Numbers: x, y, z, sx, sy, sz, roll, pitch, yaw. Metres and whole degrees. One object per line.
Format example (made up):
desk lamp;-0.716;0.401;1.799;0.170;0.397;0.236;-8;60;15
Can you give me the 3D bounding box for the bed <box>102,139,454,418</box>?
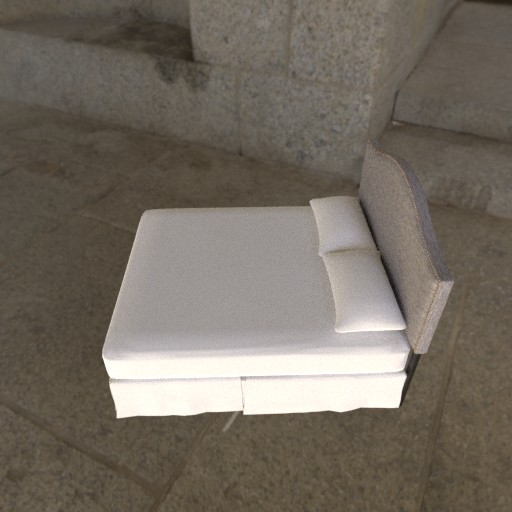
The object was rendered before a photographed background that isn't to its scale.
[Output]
bed;0.000;0.000;3.017;1.870;1.295;1.610;-1;40;-1
